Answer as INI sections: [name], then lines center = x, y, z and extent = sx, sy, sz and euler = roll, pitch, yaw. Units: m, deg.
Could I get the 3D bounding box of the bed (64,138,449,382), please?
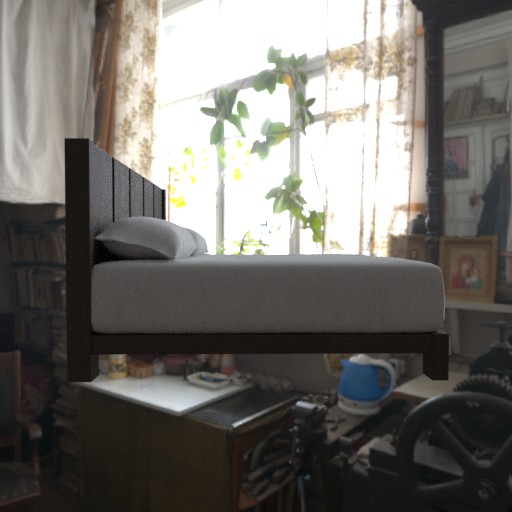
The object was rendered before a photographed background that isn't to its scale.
[bed]
center = 0.000, 0.000, 3.384
extent = 2.012, 1.270, 2.134
euler = 0, 1, -1
